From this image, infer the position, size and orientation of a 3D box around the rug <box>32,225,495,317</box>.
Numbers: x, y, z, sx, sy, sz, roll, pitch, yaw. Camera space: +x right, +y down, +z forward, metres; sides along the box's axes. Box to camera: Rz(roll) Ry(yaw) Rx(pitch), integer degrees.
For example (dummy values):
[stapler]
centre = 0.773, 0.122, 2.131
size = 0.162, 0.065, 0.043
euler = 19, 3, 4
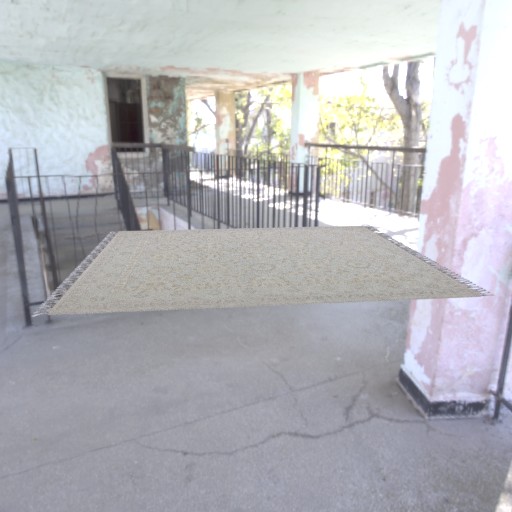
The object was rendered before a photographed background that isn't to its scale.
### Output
[rug]
centre = 0.000, 0.000, 4.020
size = 3.043, 0.013, 2.444
euler = -2, 16, -6
